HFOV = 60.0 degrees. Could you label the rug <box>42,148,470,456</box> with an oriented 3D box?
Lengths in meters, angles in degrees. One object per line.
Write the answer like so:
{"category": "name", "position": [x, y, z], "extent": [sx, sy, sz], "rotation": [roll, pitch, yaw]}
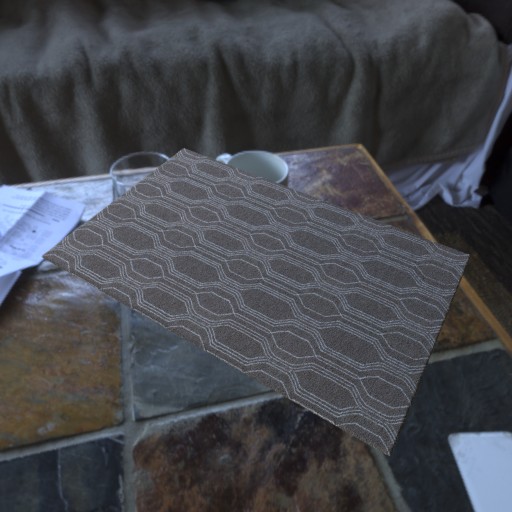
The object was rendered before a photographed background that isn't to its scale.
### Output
{"category": "rug", "position": [0.000, 0.000, 2.989], "extent": [2.457, 0.012, 1.541], "rotation": [24, 51, 21]}
